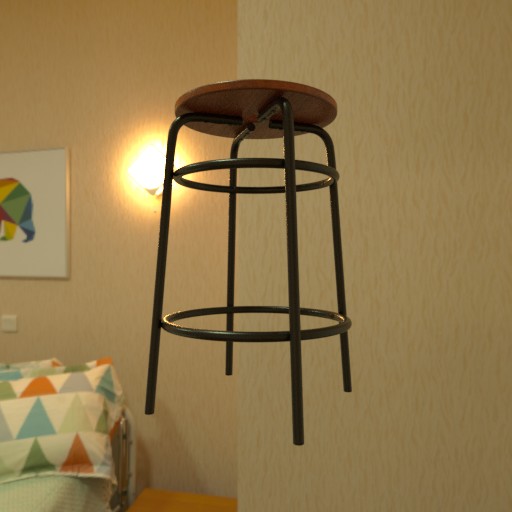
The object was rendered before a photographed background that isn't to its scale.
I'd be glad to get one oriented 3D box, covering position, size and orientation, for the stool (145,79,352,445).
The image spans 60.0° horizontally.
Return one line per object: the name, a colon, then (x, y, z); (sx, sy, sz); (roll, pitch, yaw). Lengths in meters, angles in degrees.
stool: (0.000, 0.000, 0.929); (0.455, 0.610, 0.455); (0, 0, -19)
